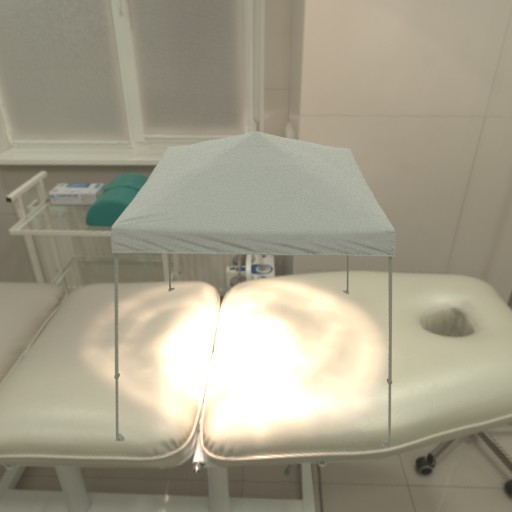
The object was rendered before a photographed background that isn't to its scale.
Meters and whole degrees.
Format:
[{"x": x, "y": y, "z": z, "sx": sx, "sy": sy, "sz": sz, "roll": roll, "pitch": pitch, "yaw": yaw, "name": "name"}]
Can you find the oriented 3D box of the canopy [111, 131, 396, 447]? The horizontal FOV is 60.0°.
[{"x": 0.000, "y": 0.000, "z": 5.107, "sx": 2.849, "sy": 2.849, "sz": 2.848, "roll": 1, "pitch": 30, "yaw": 1, "name": "canopy"}]
